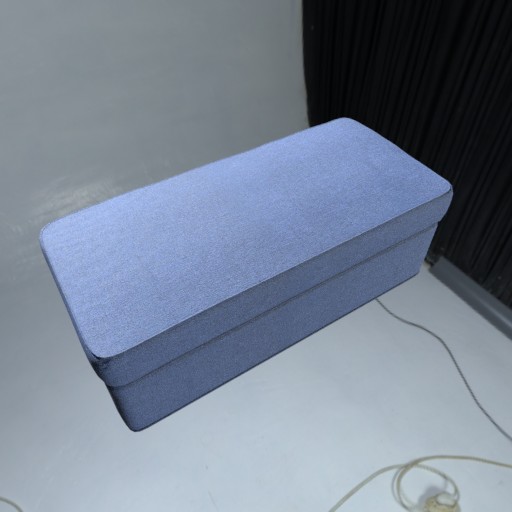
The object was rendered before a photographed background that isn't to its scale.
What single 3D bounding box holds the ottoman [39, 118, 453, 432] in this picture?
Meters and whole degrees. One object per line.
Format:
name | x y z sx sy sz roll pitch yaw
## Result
ottoman | 0.000 0.000 1.391 1.110 0.460 0.515 -25 51 -22
